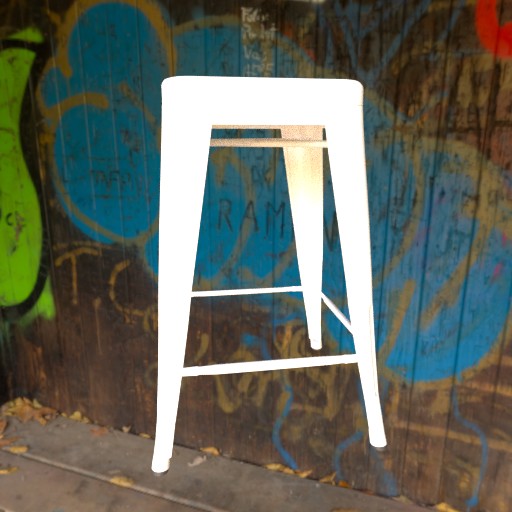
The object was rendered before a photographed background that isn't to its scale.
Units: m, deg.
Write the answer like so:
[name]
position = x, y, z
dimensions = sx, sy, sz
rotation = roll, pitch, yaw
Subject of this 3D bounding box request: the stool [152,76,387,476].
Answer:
[stool]
position = 0.000, 0.000, 0.856
dimensions = 0.406, 0.610, 0.406
rotation = -2, 15, -9
